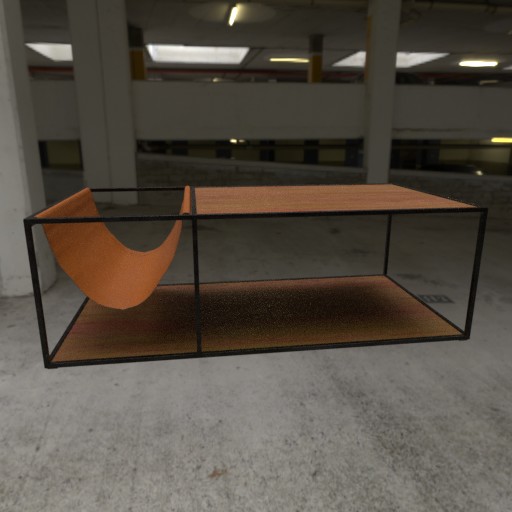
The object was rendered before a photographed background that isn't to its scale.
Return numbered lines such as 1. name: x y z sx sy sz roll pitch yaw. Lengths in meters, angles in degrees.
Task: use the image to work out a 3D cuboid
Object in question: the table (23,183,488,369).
1. table: 0.000 0.000 1.468 1.199 0.403 0.597 -2 16 -8
